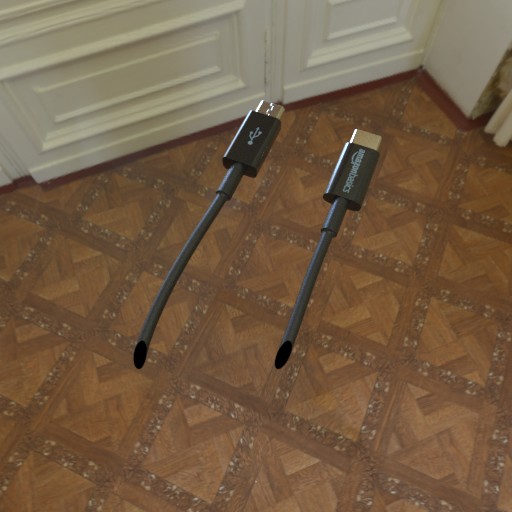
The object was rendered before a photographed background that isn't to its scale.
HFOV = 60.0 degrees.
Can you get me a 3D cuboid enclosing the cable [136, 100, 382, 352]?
[{"bbox_3d":[0.000,0.000,0.111,0.040,0.006,0.098,21,65,10],"label":"cable"}]
